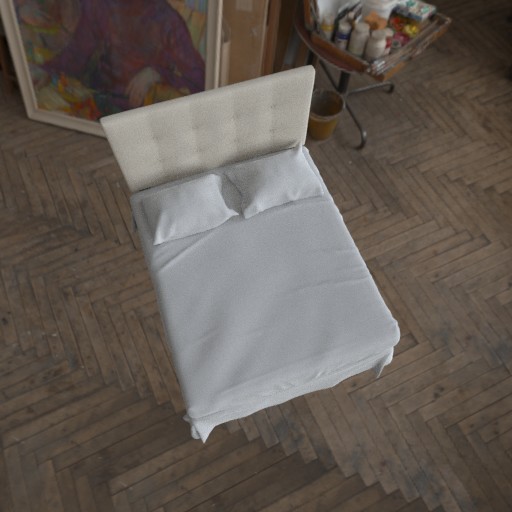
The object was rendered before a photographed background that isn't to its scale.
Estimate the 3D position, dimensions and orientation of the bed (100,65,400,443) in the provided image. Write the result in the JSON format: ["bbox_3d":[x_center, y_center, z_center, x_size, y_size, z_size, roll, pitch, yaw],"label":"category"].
[{"bbox_3d":[0.000,0.000,3.509,1.936,1.577,2.222,-17,65,-8],"label":"bed"}]
